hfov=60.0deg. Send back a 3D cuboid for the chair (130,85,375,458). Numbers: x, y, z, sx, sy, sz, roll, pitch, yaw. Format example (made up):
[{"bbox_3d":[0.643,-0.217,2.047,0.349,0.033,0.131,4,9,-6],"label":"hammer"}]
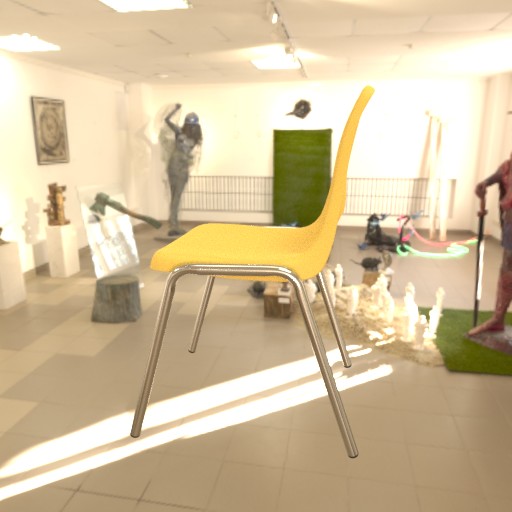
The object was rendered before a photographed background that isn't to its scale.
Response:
[{"bbox_3d":[0.000,0.000,0.922,0.436,0.653,0.381,2,15,9],"label":"chair"}]
